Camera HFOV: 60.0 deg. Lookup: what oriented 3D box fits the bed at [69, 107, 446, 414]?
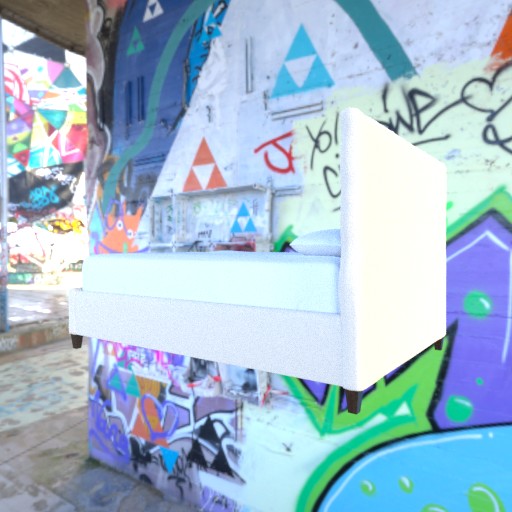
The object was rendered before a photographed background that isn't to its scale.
[{"bbox_3d":[0.000,0.000,3.393,2.387,1.427,1.698,1,1,36],"label":"bed"}]
